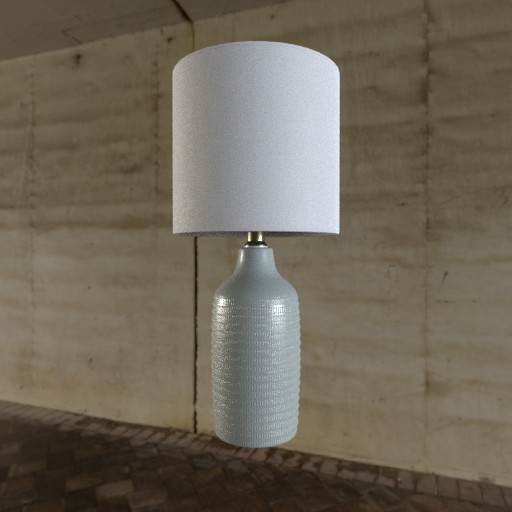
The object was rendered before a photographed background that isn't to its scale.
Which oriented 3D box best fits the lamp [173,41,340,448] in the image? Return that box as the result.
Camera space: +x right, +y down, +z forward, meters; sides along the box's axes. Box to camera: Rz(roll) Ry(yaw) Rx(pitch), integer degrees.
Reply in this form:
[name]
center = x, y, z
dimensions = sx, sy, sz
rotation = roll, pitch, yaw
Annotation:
[lamp]
center = 0.000, 0.000, 0.599
dimensions = 0.220, 0.475, 0.220
rotation = -1, 1, -37
